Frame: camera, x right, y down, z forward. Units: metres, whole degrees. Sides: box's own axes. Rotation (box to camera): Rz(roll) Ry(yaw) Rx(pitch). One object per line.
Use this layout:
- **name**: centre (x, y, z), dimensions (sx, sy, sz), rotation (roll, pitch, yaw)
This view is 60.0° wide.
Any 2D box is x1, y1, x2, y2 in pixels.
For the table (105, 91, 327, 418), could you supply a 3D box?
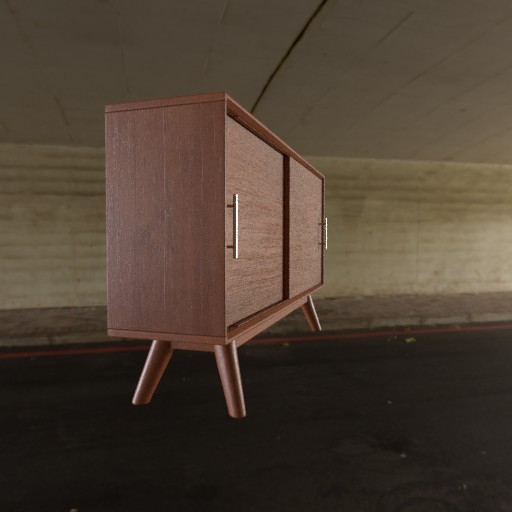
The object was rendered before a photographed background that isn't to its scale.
- **table**: centre (0.000, 0.000, 1.510), dimensions (0.308, 0.698, 1.220), rotation (1, 2, 18)
